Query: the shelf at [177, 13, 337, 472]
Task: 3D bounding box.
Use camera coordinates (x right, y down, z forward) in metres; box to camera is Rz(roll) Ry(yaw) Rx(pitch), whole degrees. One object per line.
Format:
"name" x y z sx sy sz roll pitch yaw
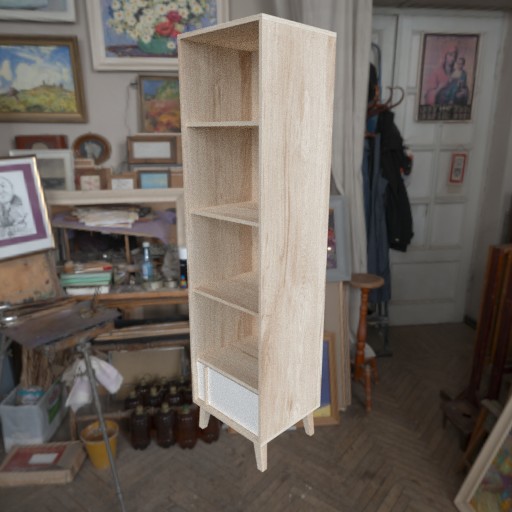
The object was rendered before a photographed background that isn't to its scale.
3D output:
"shelf" 0.000 0.000 2.146 0.510 1.960 0.450 15 21 43
